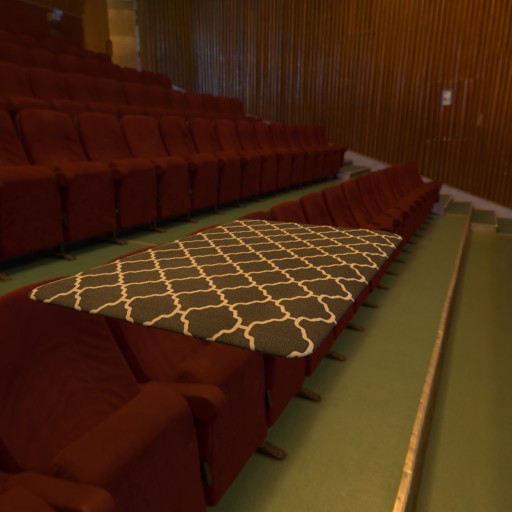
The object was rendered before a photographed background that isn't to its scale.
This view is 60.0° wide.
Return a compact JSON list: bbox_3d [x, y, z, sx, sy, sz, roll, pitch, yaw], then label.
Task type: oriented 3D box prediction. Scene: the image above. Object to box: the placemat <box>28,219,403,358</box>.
[{"bbox_3d":[0.000,0.000,0.956,0.508,0.021,0.762,7,17,25],"label":"placemat"}]
